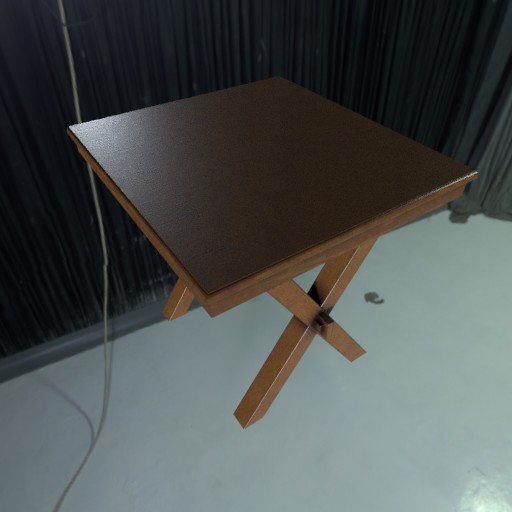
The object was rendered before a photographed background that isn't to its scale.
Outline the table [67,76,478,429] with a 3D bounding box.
[{"bbox_3d":[0.000,0.000,1.047,0.560,0.562,0.602,-24,46,-25],"label":"table"}]
